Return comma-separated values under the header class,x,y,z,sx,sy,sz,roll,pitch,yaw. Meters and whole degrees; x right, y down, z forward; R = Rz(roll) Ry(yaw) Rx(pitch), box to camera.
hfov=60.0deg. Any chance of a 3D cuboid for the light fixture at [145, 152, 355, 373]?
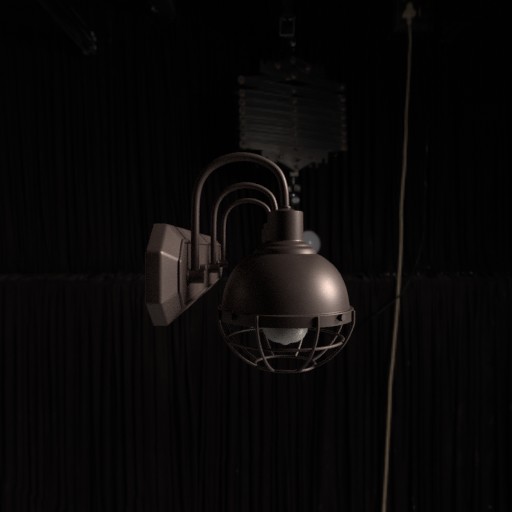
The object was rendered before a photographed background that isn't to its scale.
class,x,y,z,sx,sy,sz,roll,pitch,yaw
light fixture,0.000,0.000,0.767,0.229,0.254,0.634,0,1,0
